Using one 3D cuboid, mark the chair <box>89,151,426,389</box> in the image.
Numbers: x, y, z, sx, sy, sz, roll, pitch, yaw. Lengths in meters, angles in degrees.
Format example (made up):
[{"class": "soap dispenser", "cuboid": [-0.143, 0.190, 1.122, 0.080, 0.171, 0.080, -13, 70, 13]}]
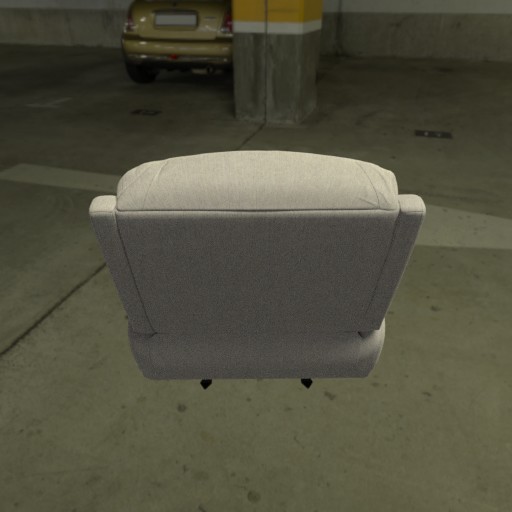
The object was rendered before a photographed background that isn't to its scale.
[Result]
[{"class": "chair", "cuboid": [0.000, 0.000, 1.700, 0.930, 1.011, 0.899, 0, 31, -1]}]
